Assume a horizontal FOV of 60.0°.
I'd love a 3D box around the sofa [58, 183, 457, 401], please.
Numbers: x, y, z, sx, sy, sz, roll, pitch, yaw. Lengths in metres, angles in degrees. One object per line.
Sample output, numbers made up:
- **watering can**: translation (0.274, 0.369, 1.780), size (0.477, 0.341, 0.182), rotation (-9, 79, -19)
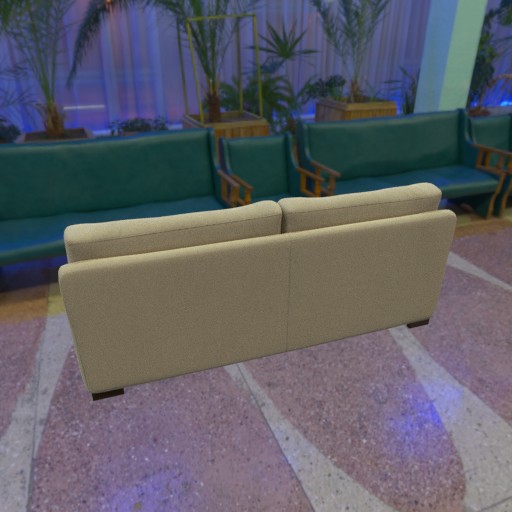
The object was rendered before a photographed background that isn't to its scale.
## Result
- **sofa**: translation (0.000, 0.000, 2.740), size (2.147, 0.925, 0.929), rotation (-9, 29, -17)
